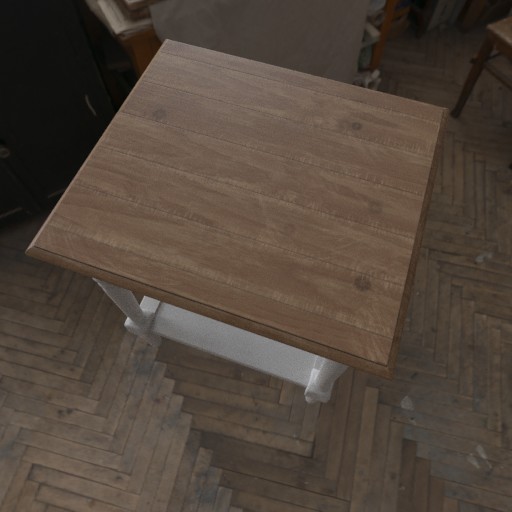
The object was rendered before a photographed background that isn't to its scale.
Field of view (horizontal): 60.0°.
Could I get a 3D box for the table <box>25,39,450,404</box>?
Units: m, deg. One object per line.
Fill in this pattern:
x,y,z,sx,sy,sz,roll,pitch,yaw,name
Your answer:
0.000,0.000,0.903,0.508,0.561,0.457,18,65,9,table
